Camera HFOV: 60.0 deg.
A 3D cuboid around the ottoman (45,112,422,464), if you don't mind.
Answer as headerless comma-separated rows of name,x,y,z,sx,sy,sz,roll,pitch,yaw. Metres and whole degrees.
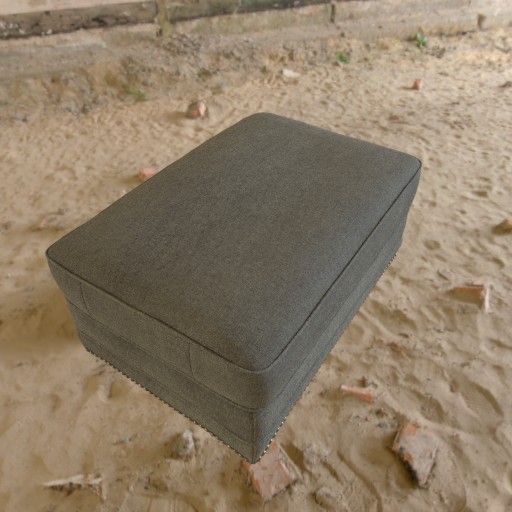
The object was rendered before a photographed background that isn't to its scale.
ottoman,0.000,0.000,1.144,0.561,0.457,0.813,24,47,25
